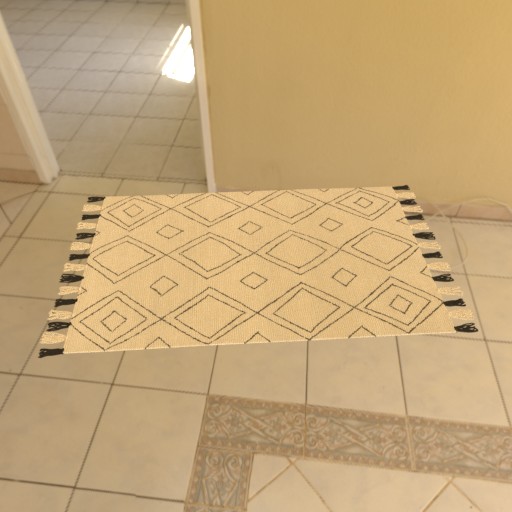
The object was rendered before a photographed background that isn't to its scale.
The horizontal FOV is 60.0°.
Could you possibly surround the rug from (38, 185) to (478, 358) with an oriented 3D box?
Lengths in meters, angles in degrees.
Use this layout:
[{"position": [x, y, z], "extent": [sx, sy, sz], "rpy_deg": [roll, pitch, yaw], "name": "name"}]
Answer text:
[{"position": [0.000, 0.000, 3.234], "extent": [2.755, 0.021, 1.524], "rpy_deg": [-3, 47, -2], "name": "rug"}]
